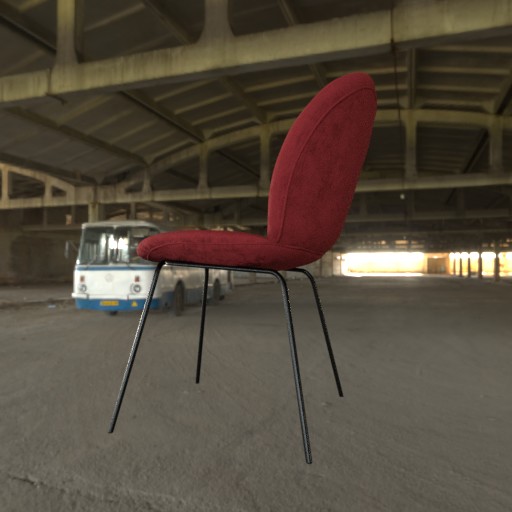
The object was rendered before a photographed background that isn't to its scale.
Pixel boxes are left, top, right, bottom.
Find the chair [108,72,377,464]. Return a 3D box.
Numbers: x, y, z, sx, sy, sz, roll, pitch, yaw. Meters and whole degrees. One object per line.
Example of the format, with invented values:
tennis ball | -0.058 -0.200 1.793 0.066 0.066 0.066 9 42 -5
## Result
chair | 0.000 0.000 1.112 0.587 0.791 0.458 0 -1 19
